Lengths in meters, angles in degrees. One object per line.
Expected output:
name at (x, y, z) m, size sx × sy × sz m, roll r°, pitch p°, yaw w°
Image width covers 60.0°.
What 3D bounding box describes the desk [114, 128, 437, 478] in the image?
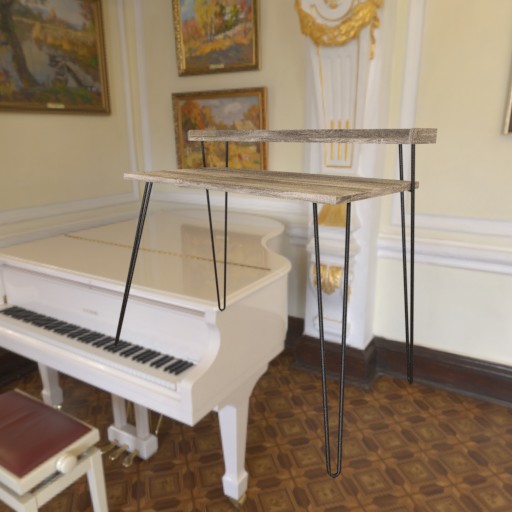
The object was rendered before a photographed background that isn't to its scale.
desk at (0.000, 0.000, 1.632) m, size 1.135 × 0.899 × 0.605 m, roll 14°, pitch 21°, yaw 41°
